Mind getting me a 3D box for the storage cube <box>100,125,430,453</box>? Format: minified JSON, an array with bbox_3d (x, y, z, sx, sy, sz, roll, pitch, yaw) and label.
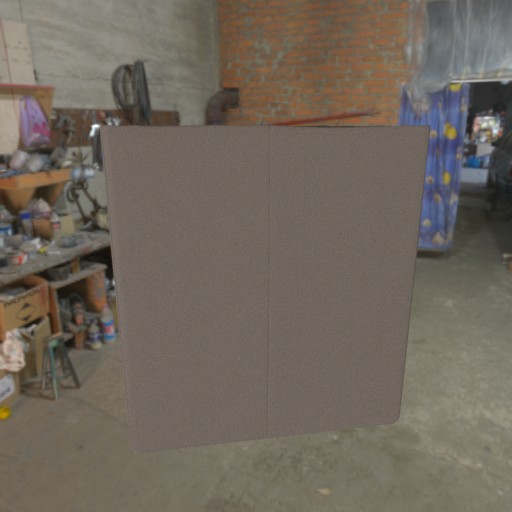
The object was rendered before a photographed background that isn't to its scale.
[{"bbox_3d":[0.000,0.000,0.494,0.270,0.280,0.270,-3,17,-9],"label":"storage cube"}]
